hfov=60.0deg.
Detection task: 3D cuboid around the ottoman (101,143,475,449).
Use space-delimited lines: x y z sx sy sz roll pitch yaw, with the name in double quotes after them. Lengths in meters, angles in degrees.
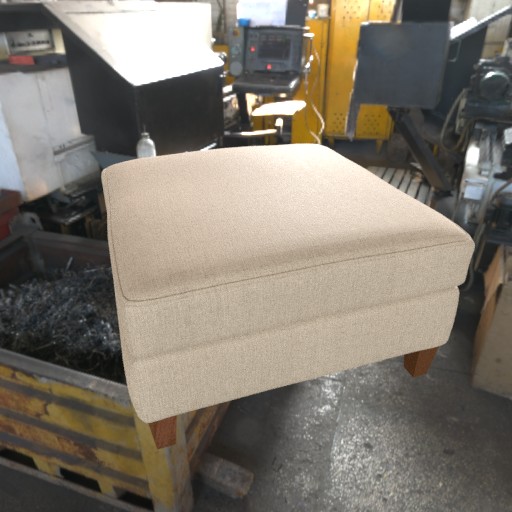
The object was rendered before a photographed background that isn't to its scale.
0.000 0.000 1.348 0.838 0.503 0.838 -10 32 -16 "ottoman"
